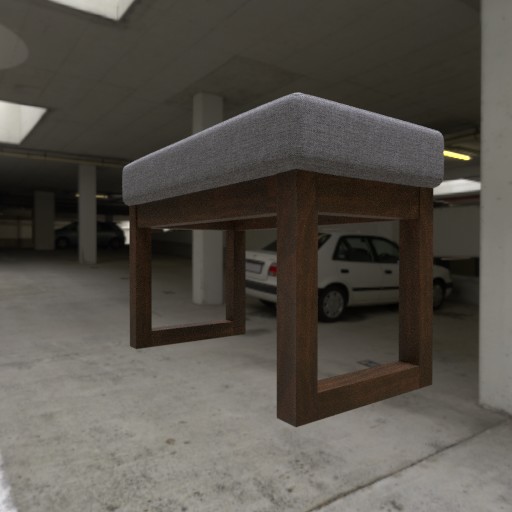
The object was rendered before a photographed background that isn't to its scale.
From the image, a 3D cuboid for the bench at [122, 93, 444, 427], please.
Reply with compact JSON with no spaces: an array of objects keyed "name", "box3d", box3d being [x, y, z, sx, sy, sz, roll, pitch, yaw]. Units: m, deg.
[{"name":"bench","box3d":[0.000,0.000,0.971,0.366,0.467,0.681,-1,1,-36]}]
